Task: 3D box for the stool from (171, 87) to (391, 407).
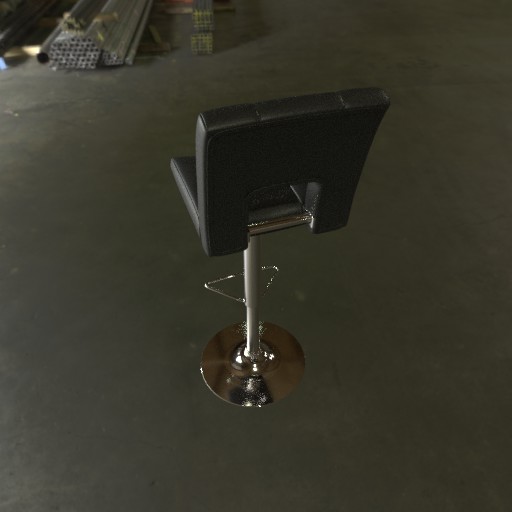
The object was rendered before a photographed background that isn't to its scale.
[{"bbox_3d":[0.000,0.000,1.374,0.415,1.151,0.520,-13,42,-15],"label":"stool"}]
